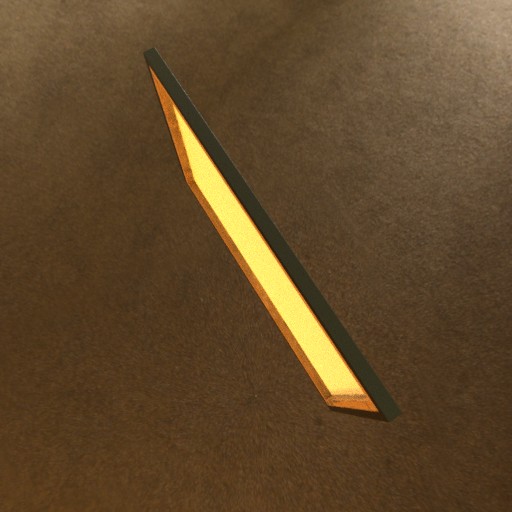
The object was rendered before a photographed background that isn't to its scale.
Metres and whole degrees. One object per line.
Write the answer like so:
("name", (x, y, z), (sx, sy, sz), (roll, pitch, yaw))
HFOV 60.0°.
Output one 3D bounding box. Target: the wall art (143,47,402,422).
("wall art", (0.000, 0.000, 0.845), (0.022, 0.446, 0.659), (-31, 75, -9))
